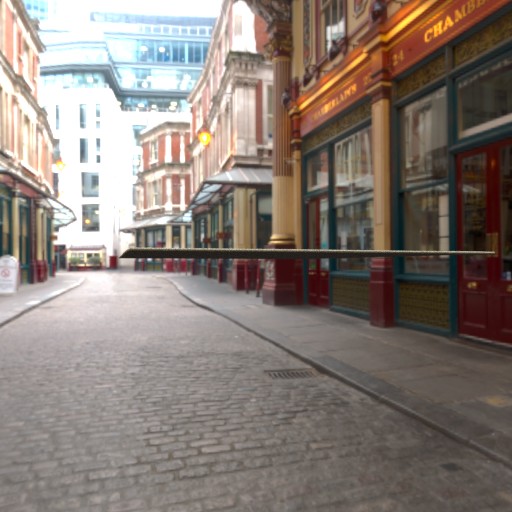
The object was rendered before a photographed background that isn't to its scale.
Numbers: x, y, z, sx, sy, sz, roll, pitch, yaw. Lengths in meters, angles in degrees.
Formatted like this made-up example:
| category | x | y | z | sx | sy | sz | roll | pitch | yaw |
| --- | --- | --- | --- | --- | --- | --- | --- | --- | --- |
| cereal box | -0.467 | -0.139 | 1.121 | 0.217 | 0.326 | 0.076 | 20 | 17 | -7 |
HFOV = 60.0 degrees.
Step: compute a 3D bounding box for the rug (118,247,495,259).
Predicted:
| category | x | y | z | sx | sy | sz | roll | pitch | yaw |
| --- | --- | --- | --- | --- | --- | --- | --- | --- | --- |
| rug | 0.000 | 0.000 | 4.200 | 2.452 | 0.016 | 3.204 | 0 | -1 | -18 |
